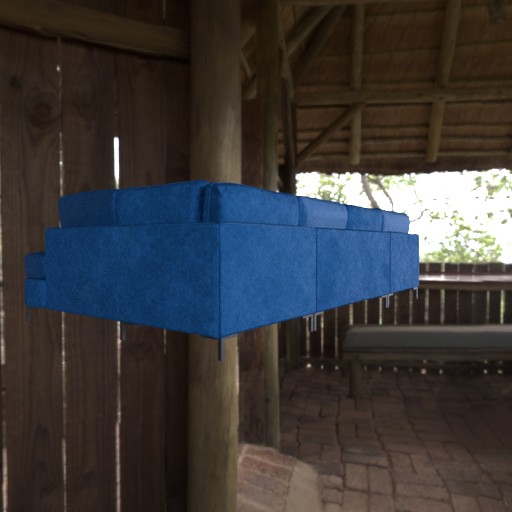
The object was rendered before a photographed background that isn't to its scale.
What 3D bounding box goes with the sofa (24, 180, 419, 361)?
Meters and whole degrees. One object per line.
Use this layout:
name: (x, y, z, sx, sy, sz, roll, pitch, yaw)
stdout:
sofa: (0.000, 0.000, 4.241, 2.055, 0.992, 3.434, 1, 2, 37)
